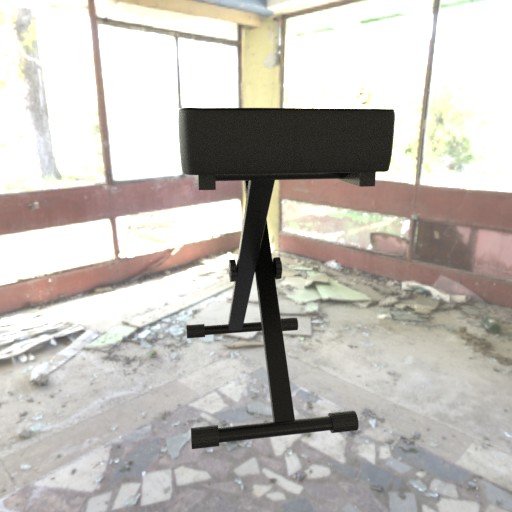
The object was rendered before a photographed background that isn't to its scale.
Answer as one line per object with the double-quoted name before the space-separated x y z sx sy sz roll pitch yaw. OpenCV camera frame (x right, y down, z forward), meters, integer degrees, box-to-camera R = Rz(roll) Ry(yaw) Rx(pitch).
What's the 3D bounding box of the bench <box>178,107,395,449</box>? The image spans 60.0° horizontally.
"bench" 0.000 0.000 0.924 0.300 0.561 0.600 -3 16 -9
